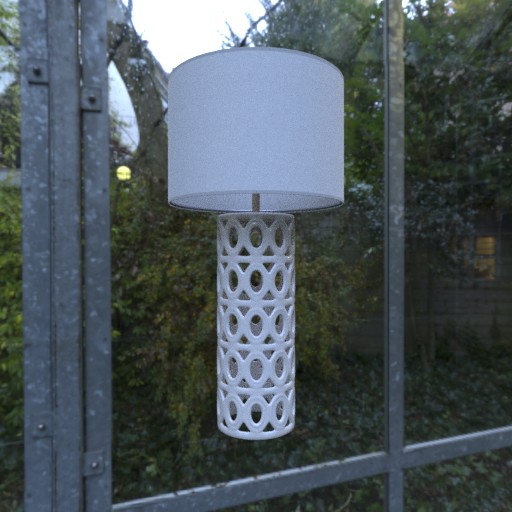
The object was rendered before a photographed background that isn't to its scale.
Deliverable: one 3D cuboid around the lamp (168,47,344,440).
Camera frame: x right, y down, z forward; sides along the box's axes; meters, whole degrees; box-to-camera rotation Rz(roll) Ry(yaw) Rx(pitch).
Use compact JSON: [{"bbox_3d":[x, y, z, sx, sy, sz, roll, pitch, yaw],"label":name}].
[{"bbox_3d":[0.000,0.000,0.836,0.324,0.636,0.325,0,0,-1],"label":"lamp"}]
